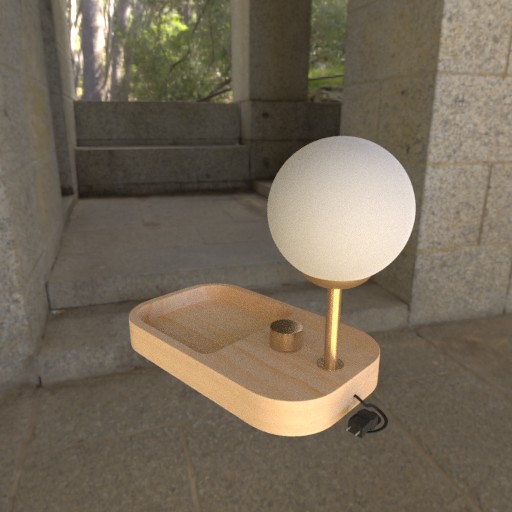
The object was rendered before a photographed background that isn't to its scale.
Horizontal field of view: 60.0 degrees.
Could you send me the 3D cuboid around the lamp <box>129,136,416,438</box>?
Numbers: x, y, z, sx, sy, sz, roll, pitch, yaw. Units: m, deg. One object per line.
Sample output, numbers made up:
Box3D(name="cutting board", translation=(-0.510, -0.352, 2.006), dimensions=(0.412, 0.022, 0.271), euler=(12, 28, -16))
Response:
Box3D(name="lamp", translation=(0.000, 0.000, 0.473), dimensions=(0.331, 0.253, 0.173), euler=(16, 23, 41))
